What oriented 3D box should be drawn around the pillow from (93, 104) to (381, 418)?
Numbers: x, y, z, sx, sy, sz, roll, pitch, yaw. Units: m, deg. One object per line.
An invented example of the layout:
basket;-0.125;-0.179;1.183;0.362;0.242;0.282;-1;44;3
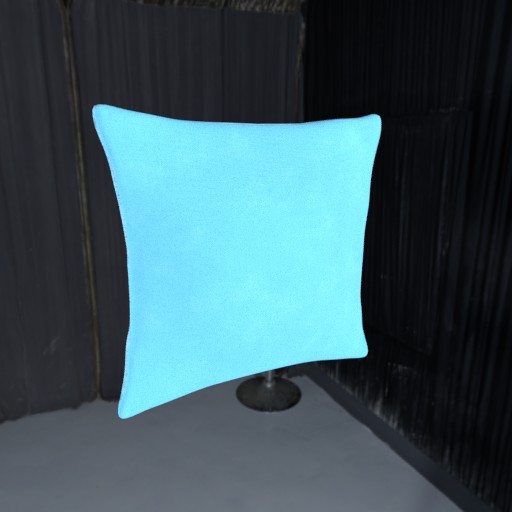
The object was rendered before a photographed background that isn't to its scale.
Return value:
pillow;0.000;0.000;0.662;0.433;0.415;0.151;-7;16;-25
